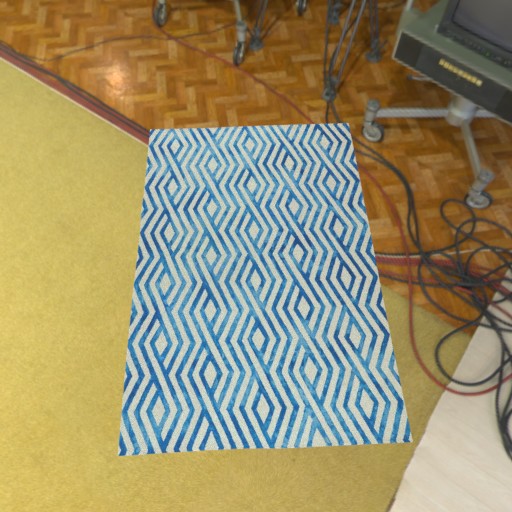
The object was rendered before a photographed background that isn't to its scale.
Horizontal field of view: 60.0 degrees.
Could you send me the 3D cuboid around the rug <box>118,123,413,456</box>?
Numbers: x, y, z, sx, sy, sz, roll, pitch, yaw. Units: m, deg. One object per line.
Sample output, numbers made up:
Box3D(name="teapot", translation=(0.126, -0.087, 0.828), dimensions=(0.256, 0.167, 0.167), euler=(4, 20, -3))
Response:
Box3D(name="rug", translation=(0.000, 0.000, 2.277), dimensions=(1.225, 0.008, 1.830), euler=(-2, 61, -1))
